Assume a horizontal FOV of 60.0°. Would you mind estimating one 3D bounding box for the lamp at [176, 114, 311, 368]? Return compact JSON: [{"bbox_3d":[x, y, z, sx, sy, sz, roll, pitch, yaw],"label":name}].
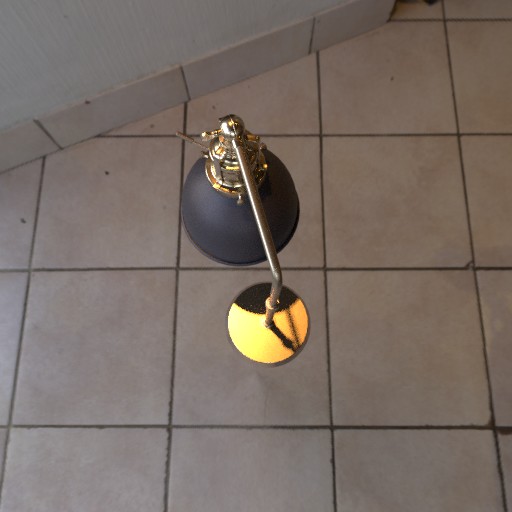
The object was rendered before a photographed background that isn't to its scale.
[{"bbox_3d":[0.000,0.000,0.589,0.160,0.456,0.291,-18,76,-5],"label":"lamp"}]
